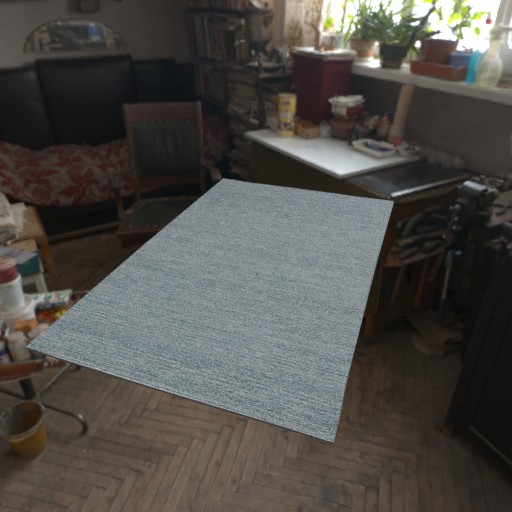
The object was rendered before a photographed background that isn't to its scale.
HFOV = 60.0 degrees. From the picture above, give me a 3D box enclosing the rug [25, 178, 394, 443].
[{"bbox_3d":[0.000,0.000,2.227,1.174,0.022,1.853,11,33,17],"label":"rug"}]
